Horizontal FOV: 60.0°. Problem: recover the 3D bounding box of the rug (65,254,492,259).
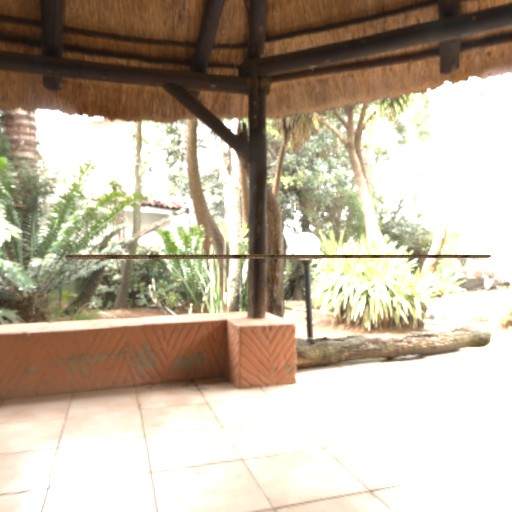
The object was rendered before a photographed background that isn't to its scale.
[{"bbox_3d":[0.000,0.000,4.018,3.000,0.026,2.399,0,0,-19],"label":"rug"}]
